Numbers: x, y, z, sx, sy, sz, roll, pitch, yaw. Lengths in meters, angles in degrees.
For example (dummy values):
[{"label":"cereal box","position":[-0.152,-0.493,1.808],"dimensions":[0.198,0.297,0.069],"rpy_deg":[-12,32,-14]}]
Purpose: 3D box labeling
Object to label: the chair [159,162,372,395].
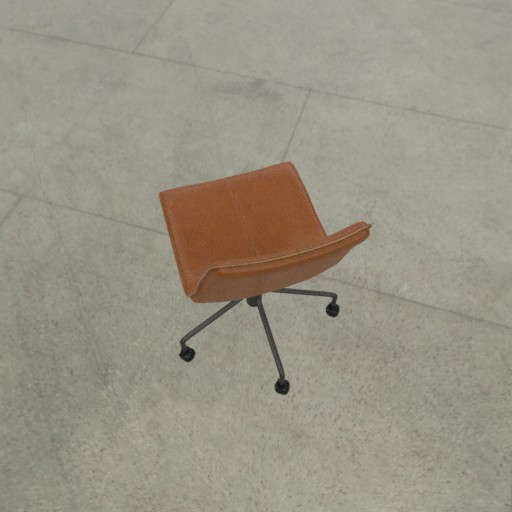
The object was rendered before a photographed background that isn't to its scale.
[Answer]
[{"label":"chair","position":[0.000,0.000,1.382],"dimensions":[0.651,0.920,0.660],"rpy_deg":[-15,59,-9]}]
